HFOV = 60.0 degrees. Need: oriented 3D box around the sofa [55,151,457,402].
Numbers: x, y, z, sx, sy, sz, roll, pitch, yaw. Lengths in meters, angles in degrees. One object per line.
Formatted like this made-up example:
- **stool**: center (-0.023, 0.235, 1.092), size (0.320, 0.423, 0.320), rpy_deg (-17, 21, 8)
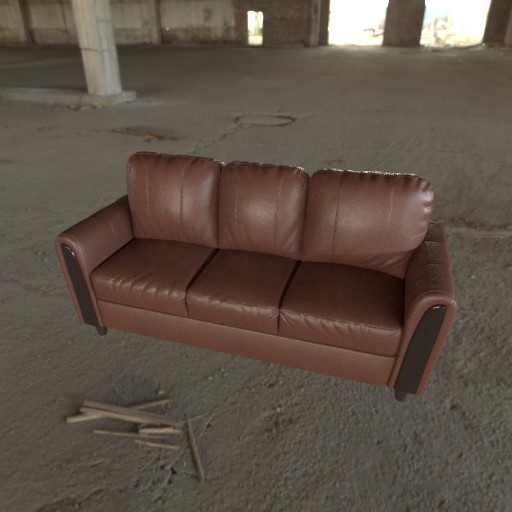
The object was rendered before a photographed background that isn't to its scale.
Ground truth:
- **sofa**: center (0.000, 0.000, 2.314), size (1.862, 0.915, 0.802), rpy_deg (8, 29, 15)
